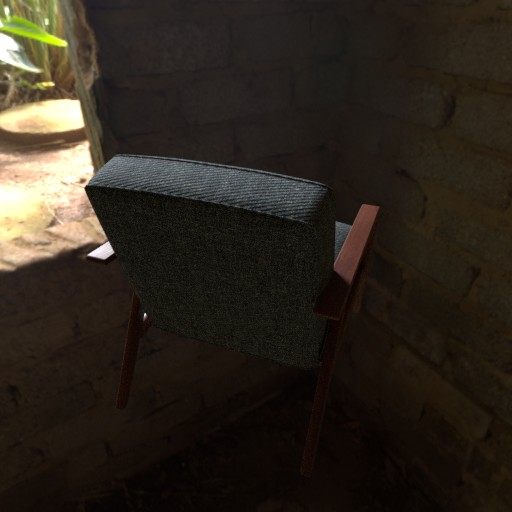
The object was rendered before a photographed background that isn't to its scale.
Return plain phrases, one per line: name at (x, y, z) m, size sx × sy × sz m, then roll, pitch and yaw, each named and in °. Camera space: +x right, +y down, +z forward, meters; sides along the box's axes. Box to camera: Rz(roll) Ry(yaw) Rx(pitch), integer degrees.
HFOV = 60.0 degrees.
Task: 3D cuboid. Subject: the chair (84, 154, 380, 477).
chair at (0.000, 0.000, 1.528) m, size 0.719 × 0.864 × 0.889 m, roll 12°, pitch 34°, yaw 18°
